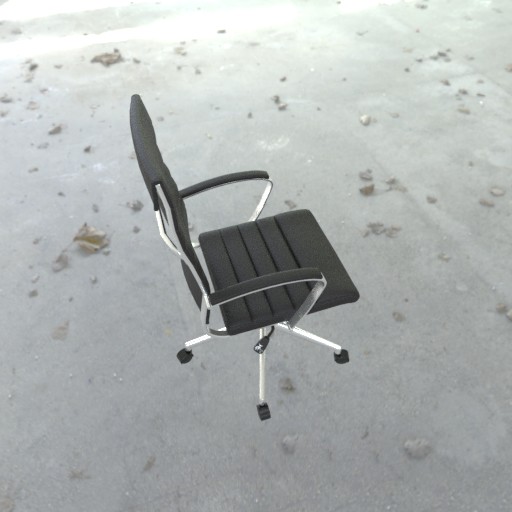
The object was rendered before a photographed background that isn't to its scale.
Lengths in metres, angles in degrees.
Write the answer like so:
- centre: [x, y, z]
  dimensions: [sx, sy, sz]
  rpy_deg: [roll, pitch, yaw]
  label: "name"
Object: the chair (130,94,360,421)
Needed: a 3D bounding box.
- centre: [0.000, 0.000, 1.646]
  dimensions: [0.739, 1.149, 0.766]
  rpy_deg: [-13, 48, -12]
  label: "chair"
